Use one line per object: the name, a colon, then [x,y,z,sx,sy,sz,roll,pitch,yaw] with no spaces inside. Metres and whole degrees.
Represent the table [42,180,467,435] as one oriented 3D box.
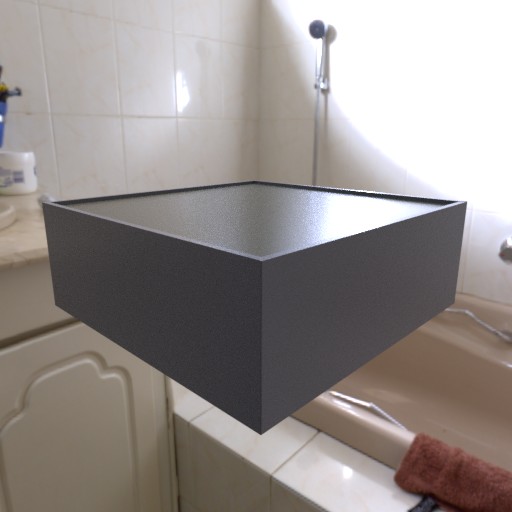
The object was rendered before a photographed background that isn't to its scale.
table: [0.000,0.000,1.220,0.801,0.299,0.801,15,21,42]
